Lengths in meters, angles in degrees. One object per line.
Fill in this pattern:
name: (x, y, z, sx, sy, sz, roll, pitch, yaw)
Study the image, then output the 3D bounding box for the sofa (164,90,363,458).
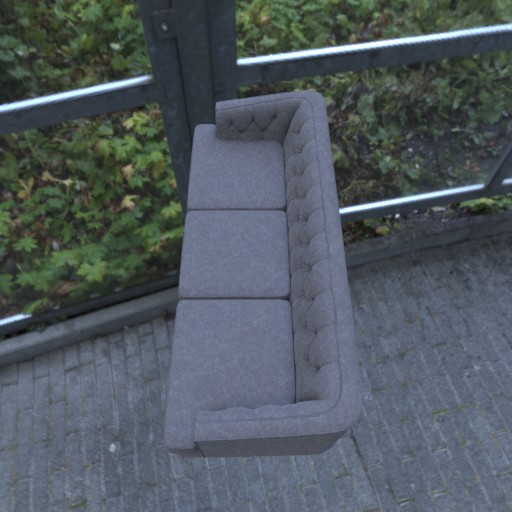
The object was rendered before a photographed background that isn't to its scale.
sofa: (0.000, 0.000, 2.737, 0.917, 0.806, 2.247, 0, 58, 0)
